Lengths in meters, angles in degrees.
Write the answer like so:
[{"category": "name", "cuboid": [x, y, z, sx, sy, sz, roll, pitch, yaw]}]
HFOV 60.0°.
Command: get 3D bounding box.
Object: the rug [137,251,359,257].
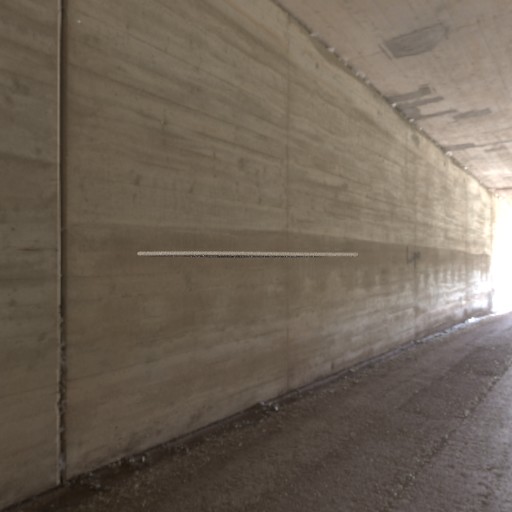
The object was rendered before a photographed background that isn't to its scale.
[{"category": "rug", "cuboid": [0.000, 0.000, 2.359, 0.645, 0.015, 2.182, 0, 0, 1]}]
